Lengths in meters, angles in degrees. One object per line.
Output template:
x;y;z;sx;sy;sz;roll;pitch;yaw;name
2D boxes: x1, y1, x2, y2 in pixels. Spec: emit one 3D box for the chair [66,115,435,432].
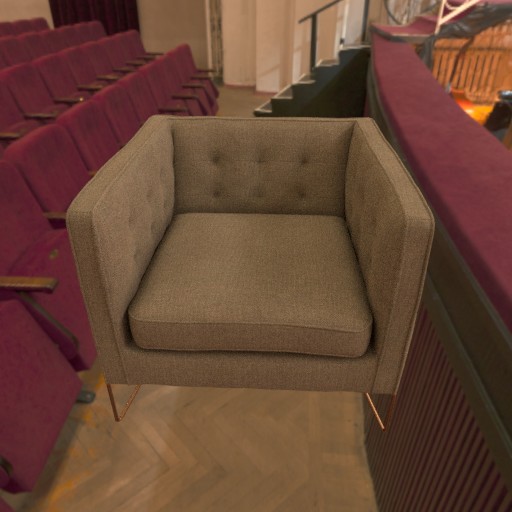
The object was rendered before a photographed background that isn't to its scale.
0.000;0.000;1.616;0.920;0.799;0.912;1;31;2;chair
